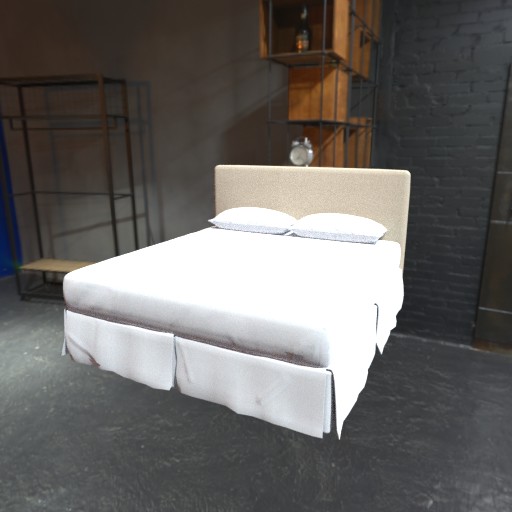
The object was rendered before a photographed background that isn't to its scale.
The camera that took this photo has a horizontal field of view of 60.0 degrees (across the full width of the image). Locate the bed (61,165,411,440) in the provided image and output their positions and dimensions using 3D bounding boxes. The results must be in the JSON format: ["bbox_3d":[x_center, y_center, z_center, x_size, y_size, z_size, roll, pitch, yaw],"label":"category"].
[{"bbox_3d":[0.000,0.000,3.617,2.119,1.317,2.319,7,16,26],"label":"bed"}]
